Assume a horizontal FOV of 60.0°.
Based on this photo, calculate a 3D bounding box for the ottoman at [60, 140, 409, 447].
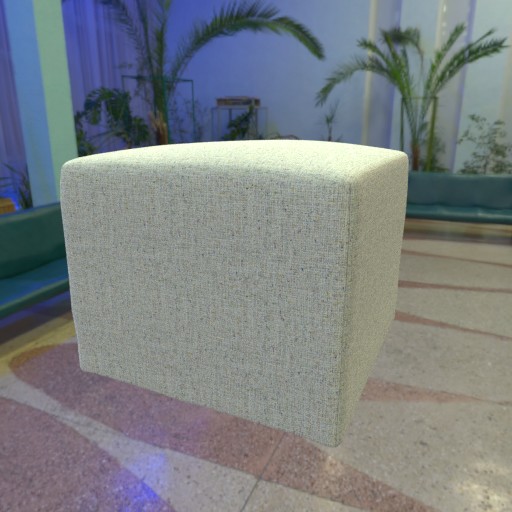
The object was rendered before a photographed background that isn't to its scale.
[{"bbox_3d":[0.000,0.000,0.904,0.512,0.453,0.521,8,18,24],"label":"ottoman"}]
